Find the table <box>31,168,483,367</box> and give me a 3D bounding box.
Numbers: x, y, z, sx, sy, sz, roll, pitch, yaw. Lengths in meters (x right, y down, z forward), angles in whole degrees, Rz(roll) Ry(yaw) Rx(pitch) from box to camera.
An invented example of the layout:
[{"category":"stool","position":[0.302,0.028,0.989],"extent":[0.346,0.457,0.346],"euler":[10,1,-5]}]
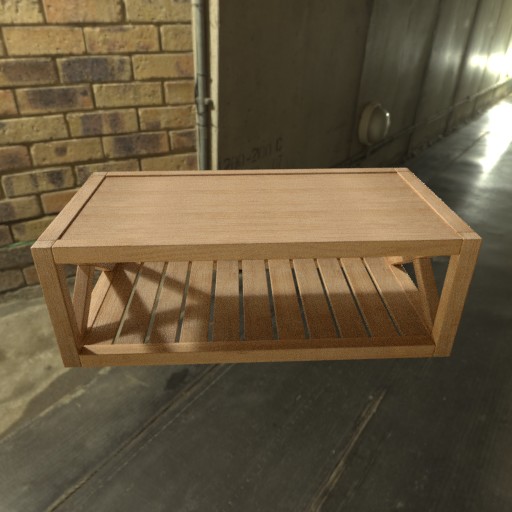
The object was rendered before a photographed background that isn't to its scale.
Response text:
[{"category":"table","position":[0.000,0.000,1.676],"extent":[1.321,0.457,0.660],"euler":[-1,30,-2]}]
